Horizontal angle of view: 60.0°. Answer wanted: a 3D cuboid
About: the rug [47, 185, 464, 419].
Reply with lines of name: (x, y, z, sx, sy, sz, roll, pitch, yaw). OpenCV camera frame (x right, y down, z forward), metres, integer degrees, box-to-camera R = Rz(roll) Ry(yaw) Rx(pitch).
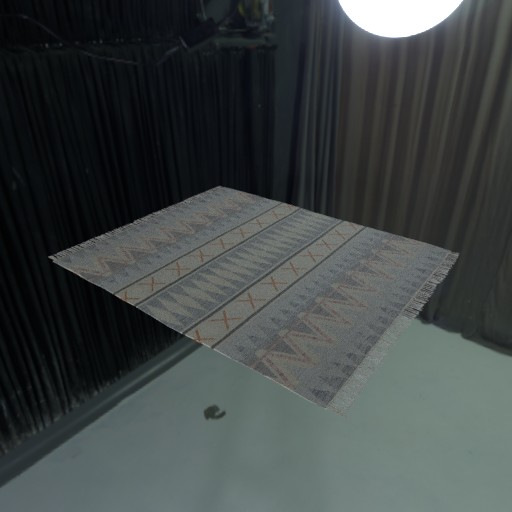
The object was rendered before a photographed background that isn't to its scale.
rug: (0.000, 0.000, 4.028, 3.000, 0.012, 2.371, 20, 35, 32)
